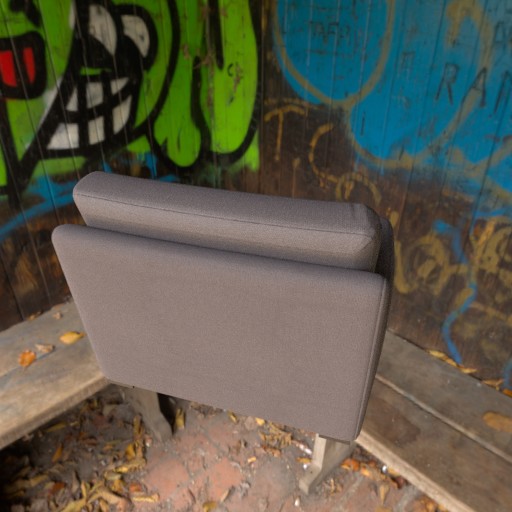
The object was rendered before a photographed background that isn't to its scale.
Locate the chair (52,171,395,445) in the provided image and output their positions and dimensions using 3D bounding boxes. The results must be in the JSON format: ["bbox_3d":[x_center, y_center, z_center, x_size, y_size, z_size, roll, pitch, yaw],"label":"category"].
[{"bbox_3d":[0.000,0.000,1.949,1.168,0.940,1.143,9,33,15],"label":"chair"}]
